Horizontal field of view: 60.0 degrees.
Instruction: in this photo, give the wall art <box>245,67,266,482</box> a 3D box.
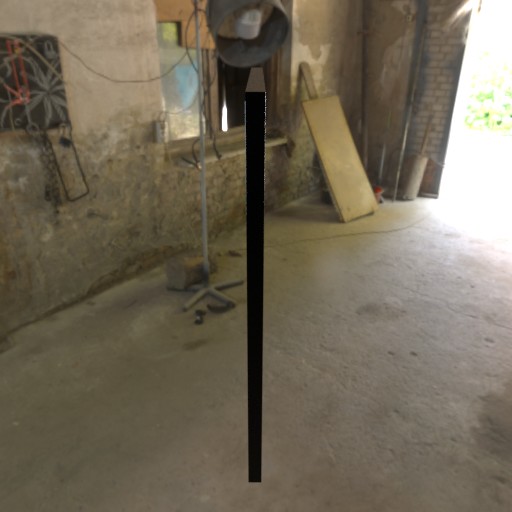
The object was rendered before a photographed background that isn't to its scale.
[{"bbox_3d":[0.000,0.000,1.408,0.040,1.062,0.805,0,26,0],"label":"wall art"}]
